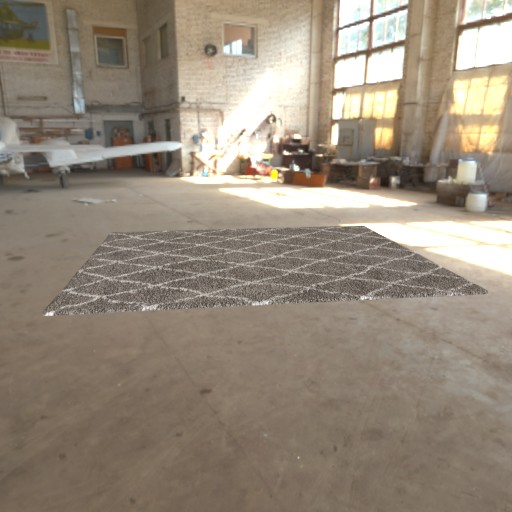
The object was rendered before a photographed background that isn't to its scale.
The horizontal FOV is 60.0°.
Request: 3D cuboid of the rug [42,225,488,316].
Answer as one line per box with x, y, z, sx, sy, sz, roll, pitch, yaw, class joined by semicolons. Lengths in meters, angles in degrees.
0.000;0.000;4.133;3.047;0.029;2.438;-2;15;-7;rug
